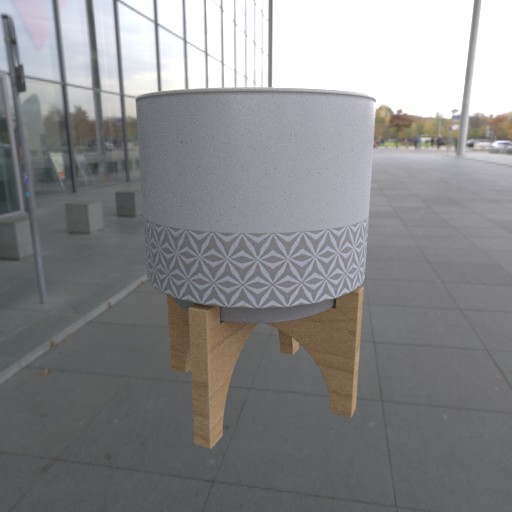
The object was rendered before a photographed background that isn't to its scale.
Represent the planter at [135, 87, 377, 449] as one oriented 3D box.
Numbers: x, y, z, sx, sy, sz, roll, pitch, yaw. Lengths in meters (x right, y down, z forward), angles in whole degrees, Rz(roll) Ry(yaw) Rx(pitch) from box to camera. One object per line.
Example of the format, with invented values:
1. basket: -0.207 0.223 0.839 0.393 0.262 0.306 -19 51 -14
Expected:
1. planter: 0.000 0.000 0.515 0.249 0.343 0.249 0 15 0
